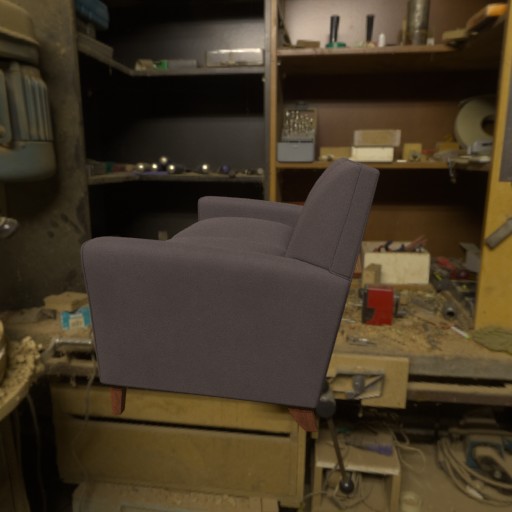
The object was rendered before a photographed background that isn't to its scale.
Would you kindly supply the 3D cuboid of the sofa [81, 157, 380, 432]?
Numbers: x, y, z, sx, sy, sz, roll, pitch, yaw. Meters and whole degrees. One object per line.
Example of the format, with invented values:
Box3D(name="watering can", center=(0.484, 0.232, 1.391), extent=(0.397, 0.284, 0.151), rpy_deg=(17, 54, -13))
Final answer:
Box3D(name="sofa", center=(0.000, 0.000, 1.985), extent=(0.871, 0.846, 1.420), rpy_deg=(2, 13, 8))
